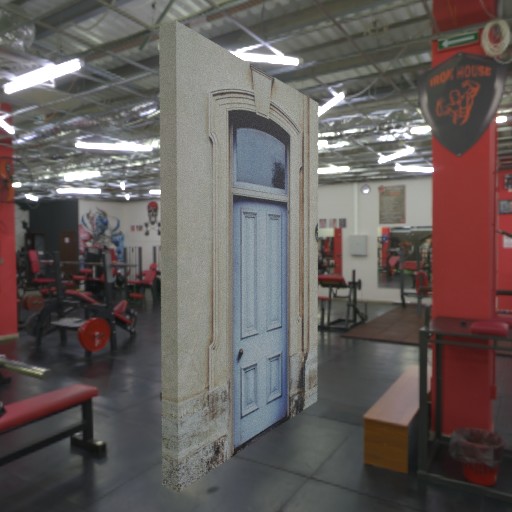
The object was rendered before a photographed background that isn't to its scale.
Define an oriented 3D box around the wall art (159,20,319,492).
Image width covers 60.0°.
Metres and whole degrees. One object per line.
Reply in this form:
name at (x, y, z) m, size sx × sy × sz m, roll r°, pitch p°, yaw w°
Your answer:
wall art at (0.000, 0.000, 0.937) m, size 0.038 × 0.764 × 0.508 m, roll 1°, pitch 2°, yaw 34°
